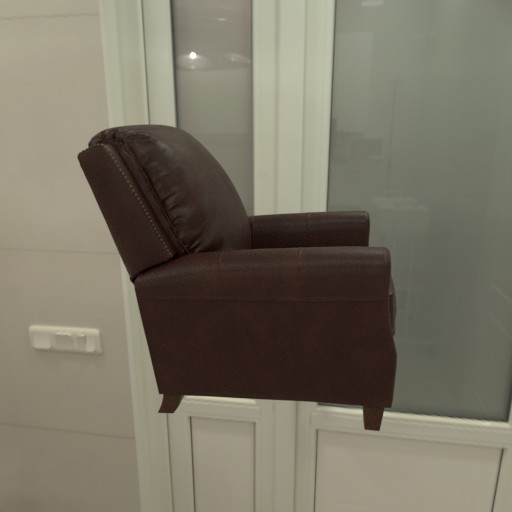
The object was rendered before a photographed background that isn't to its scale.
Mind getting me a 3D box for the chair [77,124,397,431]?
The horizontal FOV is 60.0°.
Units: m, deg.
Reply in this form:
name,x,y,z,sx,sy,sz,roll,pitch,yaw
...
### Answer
name,x,y,z,sx,sy,sz,roll,pitch,yaw
chair,0.000,0.000,1.791,1.089,1.022,0.826,2,16,9
